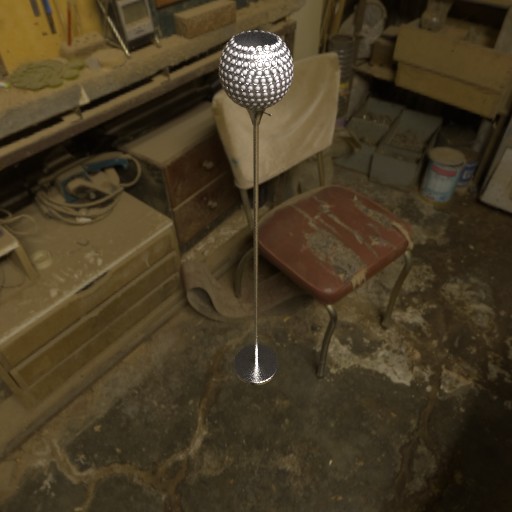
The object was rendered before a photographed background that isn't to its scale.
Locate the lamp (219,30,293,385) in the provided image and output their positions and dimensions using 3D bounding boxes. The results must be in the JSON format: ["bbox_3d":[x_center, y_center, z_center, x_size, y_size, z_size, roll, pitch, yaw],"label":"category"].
[{"bbox_3d":[0.000,0.000,1.932,0.254,1.805,0.254,0,45,0],"label":"lamp"}]
